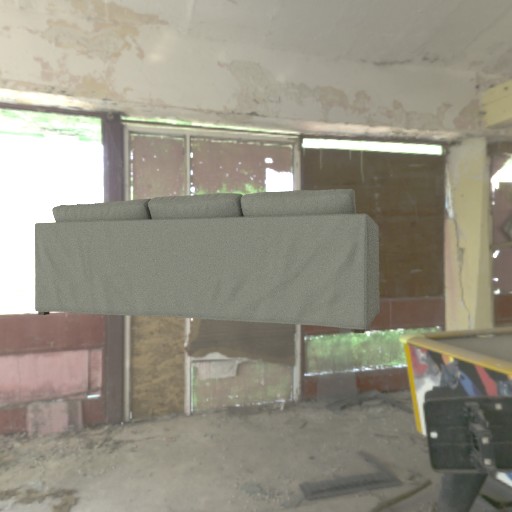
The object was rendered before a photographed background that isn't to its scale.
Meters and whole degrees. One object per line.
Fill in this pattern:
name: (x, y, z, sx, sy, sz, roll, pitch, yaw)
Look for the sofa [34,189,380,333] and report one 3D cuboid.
sofa: (0.000, 0.000, 4.388, 2.432, 0.871, 3.182, 0, 0, 19)
